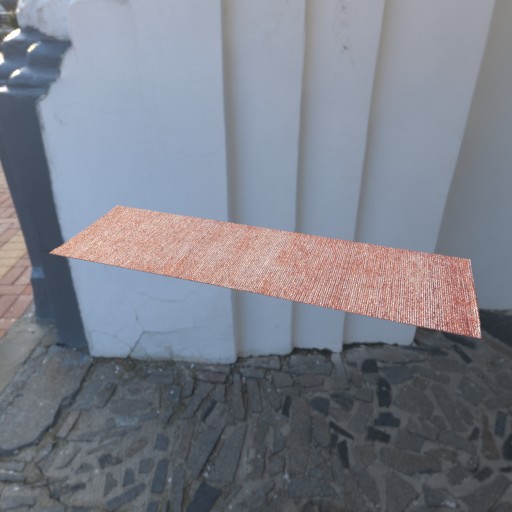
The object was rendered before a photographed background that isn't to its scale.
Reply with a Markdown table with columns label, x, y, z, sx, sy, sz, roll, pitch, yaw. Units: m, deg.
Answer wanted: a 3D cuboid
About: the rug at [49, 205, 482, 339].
| label | x | y | z | sx | sy | sz | roll | pitch | yaw |
| --- | --- | --- | --- | --- | --- | --- | --- | --- | --- |
| rug | 0.000 | 0.000 | 2.565 | 2.353 | 0.013 | 0.718 | 10 | 32 | 16 |
